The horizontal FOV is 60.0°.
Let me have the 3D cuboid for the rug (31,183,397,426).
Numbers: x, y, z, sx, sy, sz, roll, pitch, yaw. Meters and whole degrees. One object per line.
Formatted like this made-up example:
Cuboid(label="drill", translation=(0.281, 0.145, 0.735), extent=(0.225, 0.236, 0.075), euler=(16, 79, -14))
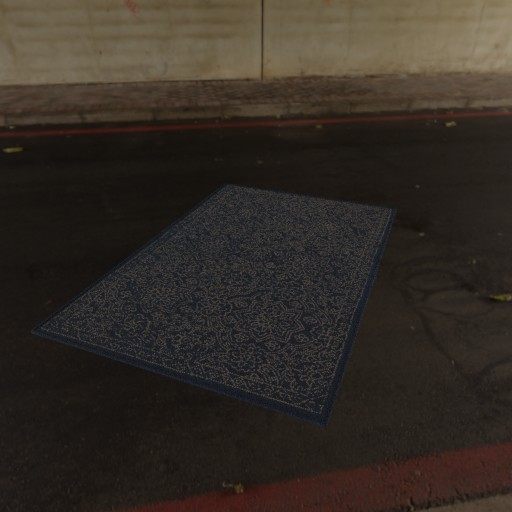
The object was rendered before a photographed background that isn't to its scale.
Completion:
Cuboid(label="rug", translation=(0.000, 0.000, 2.317), extent=(1.219, 0.010, 1.829), euler=(11, 32, 19))
